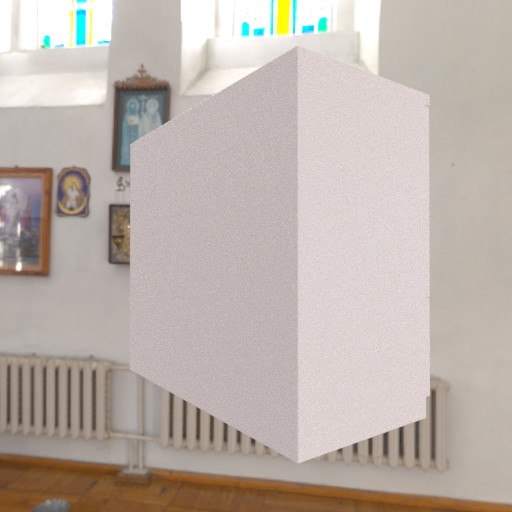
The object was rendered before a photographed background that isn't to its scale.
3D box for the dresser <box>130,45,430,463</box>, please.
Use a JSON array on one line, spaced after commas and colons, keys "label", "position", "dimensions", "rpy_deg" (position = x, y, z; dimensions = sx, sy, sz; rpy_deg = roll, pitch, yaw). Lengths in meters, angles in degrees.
[{"label": "dresser", "position": [0.000, 0.000, 1.242], "dimensions": [0.420, 0.740, 0.830], "rpy_deg": [0, -1, -36]}]
